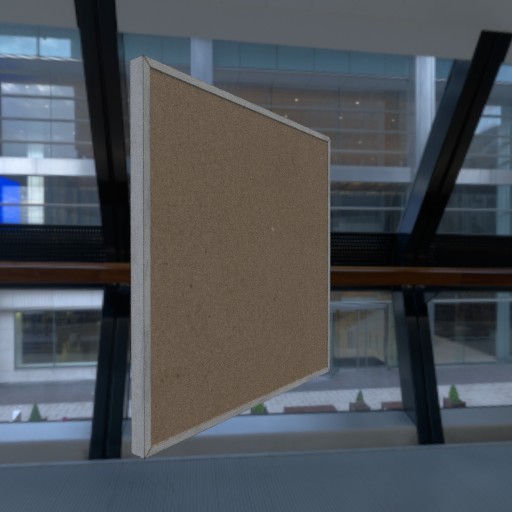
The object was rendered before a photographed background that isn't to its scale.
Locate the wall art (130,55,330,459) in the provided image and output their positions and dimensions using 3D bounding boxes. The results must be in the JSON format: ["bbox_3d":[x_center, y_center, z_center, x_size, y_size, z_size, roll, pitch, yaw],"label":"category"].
[{"bbox_3d":[0.000,0.000,1.152,0.038,0.762,0.762,1,1,37],"label":"wall art"}]
